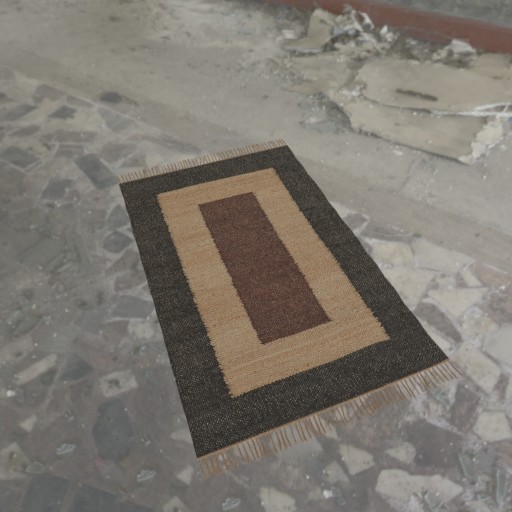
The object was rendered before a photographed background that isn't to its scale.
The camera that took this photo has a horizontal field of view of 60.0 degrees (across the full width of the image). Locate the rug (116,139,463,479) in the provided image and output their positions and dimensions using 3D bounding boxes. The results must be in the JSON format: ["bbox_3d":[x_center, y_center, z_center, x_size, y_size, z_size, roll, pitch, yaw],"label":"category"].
[{"bbox_3d":[0.000,0.000,1.869,0.920,0.013,1.541,-16,50,-14],"label":"rug"}]
